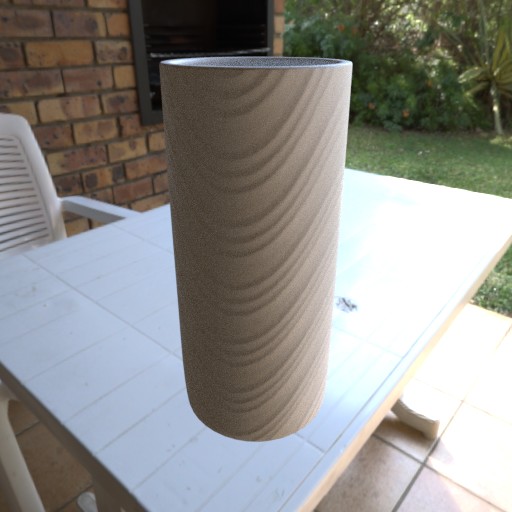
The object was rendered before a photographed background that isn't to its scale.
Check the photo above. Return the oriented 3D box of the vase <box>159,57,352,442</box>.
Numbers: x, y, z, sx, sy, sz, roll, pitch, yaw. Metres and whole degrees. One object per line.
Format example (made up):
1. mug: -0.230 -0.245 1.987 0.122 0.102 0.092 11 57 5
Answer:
1. vase: 0.000 0.000 0.391 0.143 0.316 0.143 0 27 0
